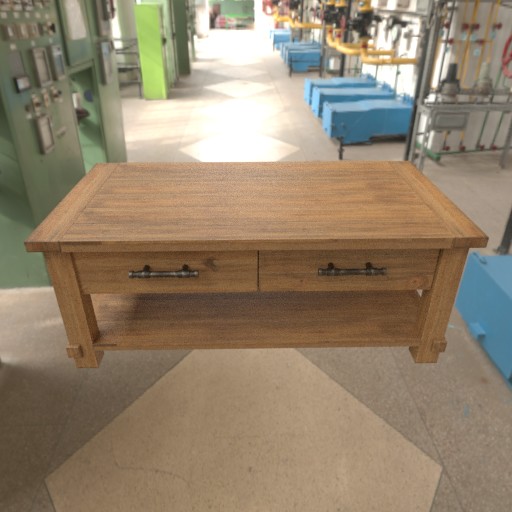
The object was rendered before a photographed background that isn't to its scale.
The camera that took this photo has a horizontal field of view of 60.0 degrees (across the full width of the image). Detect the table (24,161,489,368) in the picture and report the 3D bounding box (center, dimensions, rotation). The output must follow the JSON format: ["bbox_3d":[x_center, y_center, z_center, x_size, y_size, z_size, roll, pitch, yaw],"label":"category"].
[{"bbox_3d":[0.000,0.000,1.623,1.270,0.494,0.693,-1,30,-1],"label":"table"}]
